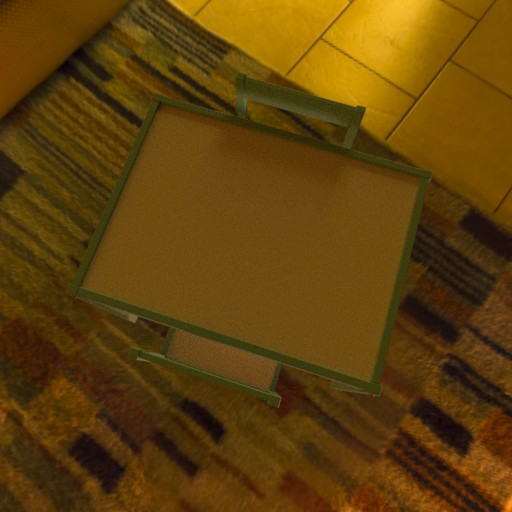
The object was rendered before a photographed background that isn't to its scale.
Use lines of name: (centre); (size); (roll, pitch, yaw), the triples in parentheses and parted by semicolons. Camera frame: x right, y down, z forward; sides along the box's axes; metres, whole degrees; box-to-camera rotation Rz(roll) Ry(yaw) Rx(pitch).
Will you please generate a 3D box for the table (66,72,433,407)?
table: (0.000, 0.000, 1.106); (0.639, 0.503, 0.633); (17, 75, 5)
